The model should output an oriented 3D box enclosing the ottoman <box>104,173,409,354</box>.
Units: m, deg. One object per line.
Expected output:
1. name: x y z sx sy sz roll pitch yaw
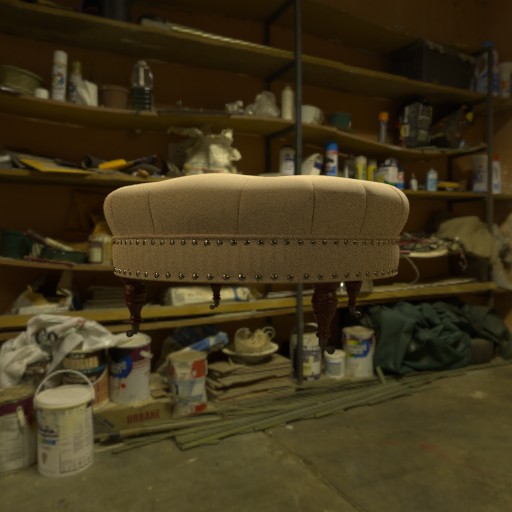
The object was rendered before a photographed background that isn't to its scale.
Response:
1. ottoman: 0.000 0.000 1.384 0.901 0.439 0.901 0 2 0
